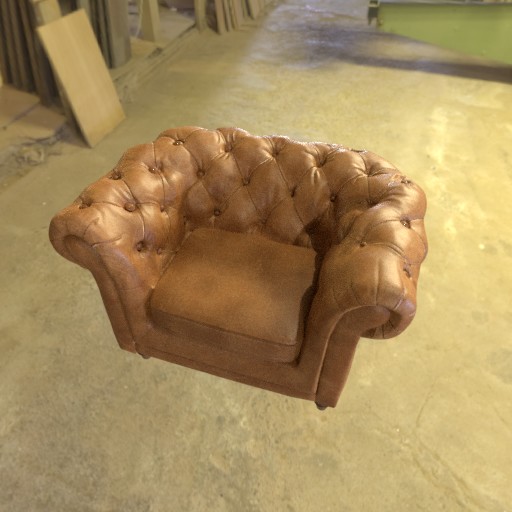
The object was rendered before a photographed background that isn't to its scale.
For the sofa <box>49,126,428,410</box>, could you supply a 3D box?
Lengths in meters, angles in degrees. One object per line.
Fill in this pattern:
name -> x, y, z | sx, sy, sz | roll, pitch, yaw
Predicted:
sofa -> 0.000, 0.000, 2.088 | 1.405, 0.878, 1.033 | 12, 44, 13
